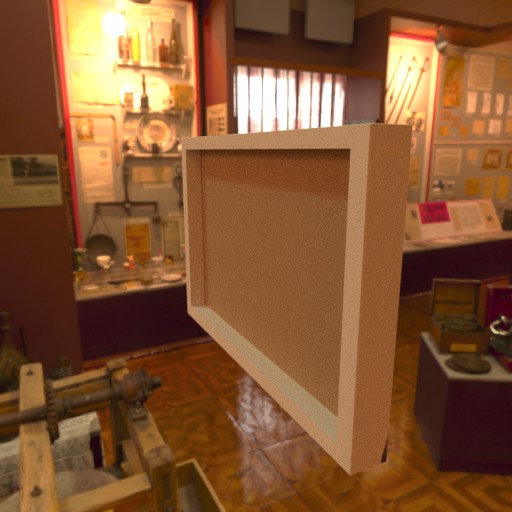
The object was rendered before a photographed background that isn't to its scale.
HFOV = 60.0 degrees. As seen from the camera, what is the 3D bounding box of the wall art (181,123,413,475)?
[{"bbox_3d":[0.000,0.000,0.478,0.039,0.254,0.384,-7,15,-26],"label":"wall art"}]
